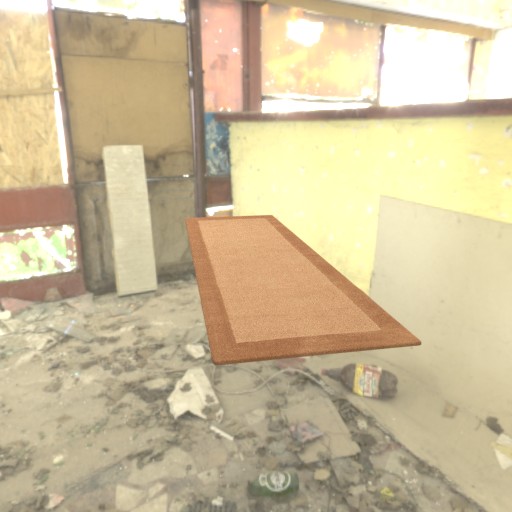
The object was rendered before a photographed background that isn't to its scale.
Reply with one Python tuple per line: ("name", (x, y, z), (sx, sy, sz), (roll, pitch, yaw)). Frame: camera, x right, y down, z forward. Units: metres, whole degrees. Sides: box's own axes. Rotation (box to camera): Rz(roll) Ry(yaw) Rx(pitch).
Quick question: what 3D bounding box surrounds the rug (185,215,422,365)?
("rug", (0.000, 0.000, 2.691), (0.764, 0.017, 2.439), (-3, 17, -10))
